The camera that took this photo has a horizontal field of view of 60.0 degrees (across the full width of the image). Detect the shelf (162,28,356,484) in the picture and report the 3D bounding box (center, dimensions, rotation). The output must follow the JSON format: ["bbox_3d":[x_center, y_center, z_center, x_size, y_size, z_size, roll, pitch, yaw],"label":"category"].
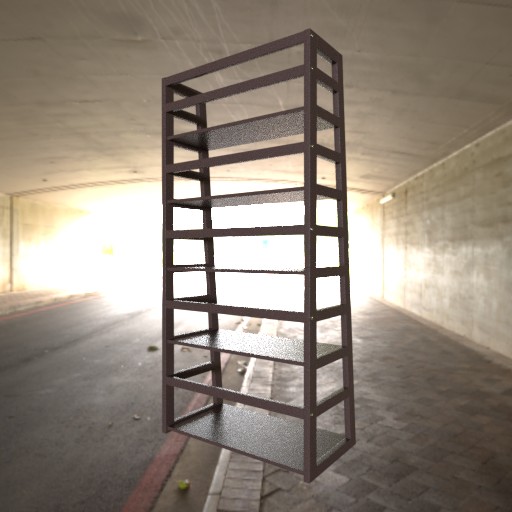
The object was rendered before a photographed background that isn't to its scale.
[{"bbox_3d":[0.000,0.000,1.941,0.763,1.600,0.403,0,1,36],"label":"shelf"}]
